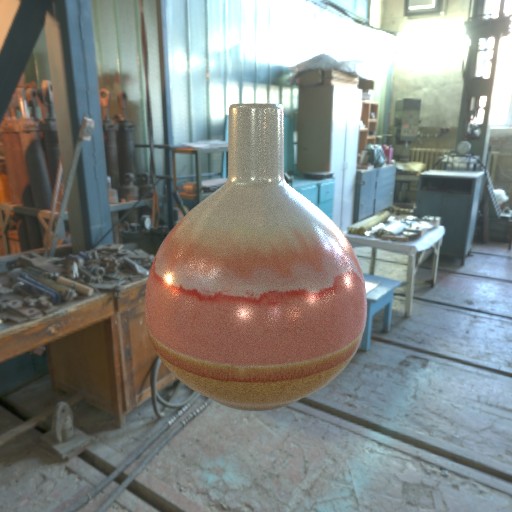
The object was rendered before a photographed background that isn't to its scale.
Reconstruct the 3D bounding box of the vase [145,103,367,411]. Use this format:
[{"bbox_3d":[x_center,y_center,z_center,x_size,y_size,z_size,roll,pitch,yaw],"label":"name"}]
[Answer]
[{"bbox_3d":[0.000,0.000,0.272,0.137,0.176,0.137,0,17,0],"label":"vase"}]
